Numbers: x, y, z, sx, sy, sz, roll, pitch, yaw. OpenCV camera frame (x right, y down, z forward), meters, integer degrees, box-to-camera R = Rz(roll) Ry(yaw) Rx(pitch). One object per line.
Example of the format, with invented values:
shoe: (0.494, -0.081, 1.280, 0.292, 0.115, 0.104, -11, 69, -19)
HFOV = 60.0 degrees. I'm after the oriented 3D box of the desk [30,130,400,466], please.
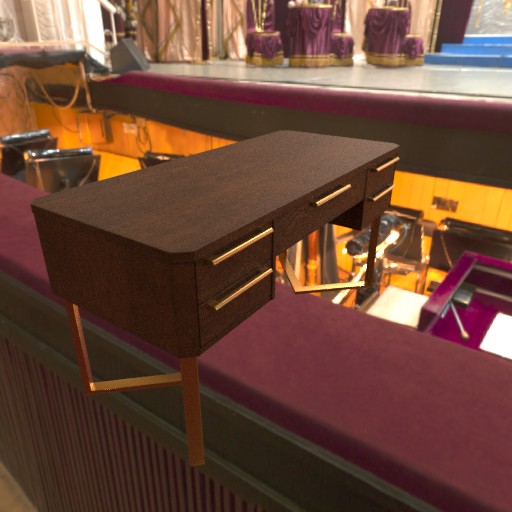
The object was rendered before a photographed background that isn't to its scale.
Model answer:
desk: (0.000, 0.000, 1.876, 0.684, 0.762, 1.479, 17, 31, 31)
